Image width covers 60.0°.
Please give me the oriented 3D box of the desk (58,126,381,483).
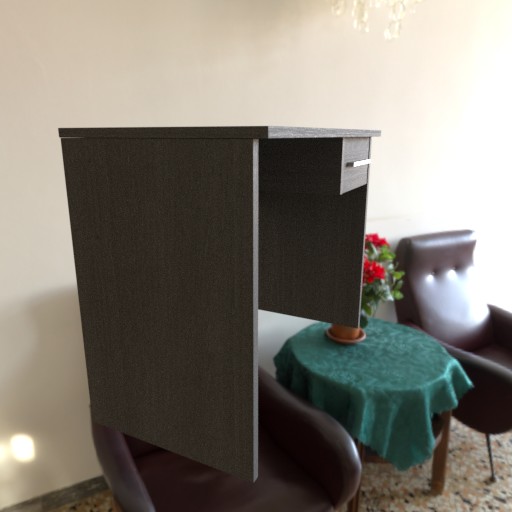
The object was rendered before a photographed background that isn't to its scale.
[{"bbox_3d":[0.000,0.000,1.319,0.498,0.724,0.893,8,17,26],"label":"desk"}]
